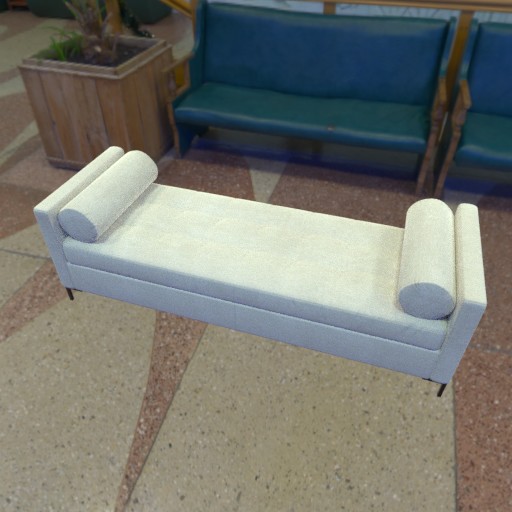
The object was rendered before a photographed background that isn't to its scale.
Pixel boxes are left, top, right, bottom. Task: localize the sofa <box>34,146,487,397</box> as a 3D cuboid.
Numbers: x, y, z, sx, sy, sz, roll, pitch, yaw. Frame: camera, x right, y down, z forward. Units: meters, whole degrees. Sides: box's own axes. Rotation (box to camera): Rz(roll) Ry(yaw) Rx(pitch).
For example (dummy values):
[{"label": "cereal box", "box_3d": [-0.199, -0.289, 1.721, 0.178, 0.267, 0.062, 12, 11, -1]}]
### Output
[{"label": "sofa", "box_3d": [0.000, 0.000, 2.268, 1.981, 0.635, 0.686, 12, 42, 14]}]
